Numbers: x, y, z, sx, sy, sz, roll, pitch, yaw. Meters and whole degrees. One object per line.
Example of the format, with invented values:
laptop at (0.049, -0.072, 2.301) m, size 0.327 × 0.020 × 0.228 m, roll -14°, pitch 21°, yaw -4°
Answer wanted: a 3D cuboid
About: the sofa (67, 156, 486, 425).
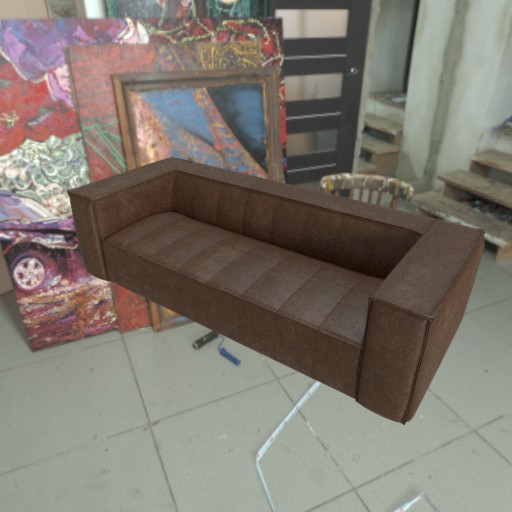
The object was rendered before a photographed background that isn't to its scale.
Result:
sofa at (0.000, 0.000, 2.989) m, size 2.581 × 0.701 × 1.102 m, roll 19°, pitch 34°, yaw 31°
